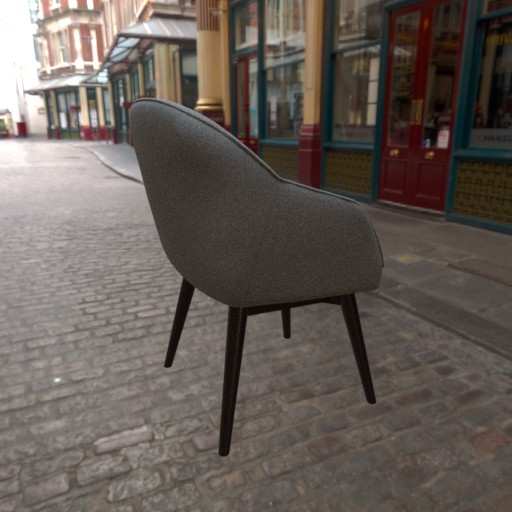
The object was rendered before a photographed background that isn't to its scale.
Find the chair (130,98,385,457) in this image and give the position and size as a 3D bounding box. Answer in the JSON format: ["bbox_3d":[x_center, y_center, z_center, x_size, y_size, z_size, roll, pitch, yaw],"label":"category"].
[{"bbox_3d":[0.000,0.000,1.238,0.611,0.810,0.589,-8,17,-26],"label":"chair"}]
